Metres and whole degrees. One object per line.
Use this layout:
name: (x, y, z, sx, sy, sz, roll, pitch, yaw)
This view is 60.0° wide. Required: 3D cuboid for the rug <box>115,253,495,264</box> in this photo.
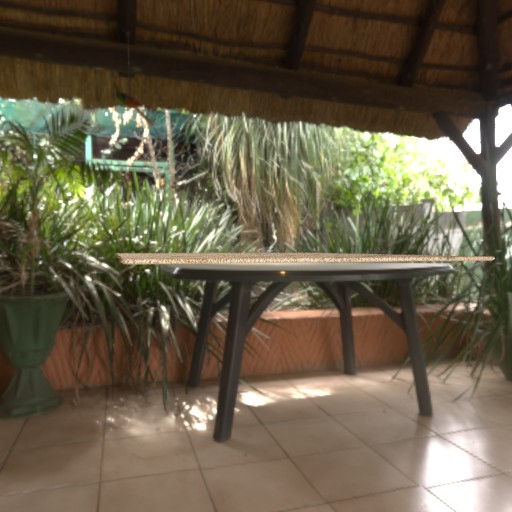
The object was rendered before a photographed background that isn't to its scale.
rug: (0.000, 0.000, 3.997, 2.399, 0.026, 3.000, 0, 1, -18)
